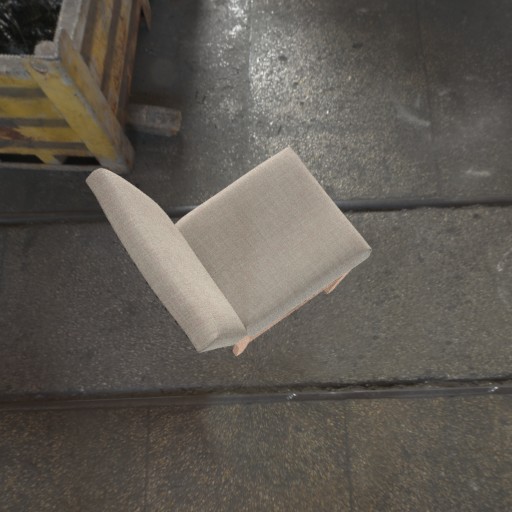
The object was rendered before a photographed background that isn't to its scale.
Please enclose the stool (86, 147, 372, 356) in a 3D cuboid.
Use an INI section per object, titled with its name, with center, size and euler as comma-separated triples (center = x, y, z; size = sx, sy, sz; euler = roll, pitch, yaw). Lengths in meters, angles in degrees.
[stool]
center = 0.000, 0.000, 1.469
size = 0.585, 1.173, 0.445
euler = -34, 78, -8
